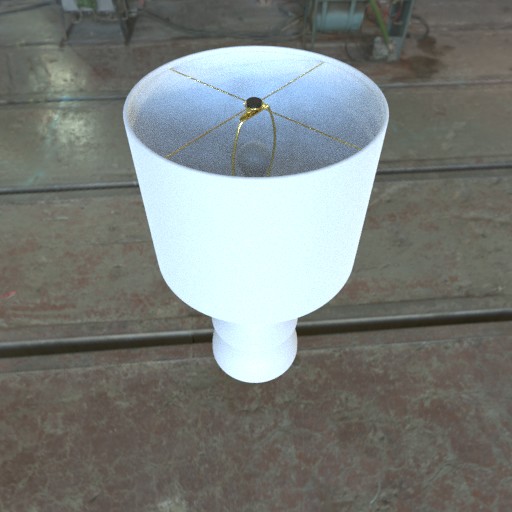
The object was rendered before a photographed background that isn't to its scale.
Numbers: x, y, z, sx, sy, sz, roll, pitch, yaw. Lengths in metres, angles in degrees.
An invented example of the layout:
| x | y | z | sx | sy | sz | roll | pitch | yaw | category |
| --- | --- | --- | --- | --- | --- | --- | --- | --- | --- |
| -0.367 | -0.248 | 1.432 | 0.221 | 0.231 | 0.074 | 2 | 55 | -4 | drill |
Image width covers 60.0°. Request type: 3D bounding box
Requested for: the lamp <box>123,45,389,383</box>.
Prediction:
| x | y | z | sx | sy | sz | roll | pitch | yaw | category |
| --- | --- | --- | --- | --- | --- | --- | --- | --- | --- |
| 0.000 | 0.000 | 0.706 | 0.301 | 0.533 | 0.301 | 31 | 55 | 26 | lamp |
